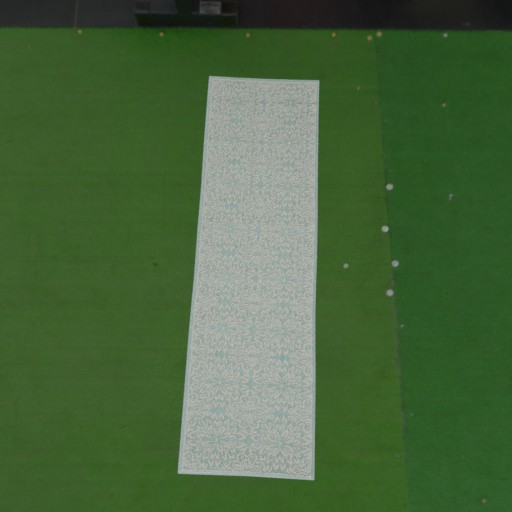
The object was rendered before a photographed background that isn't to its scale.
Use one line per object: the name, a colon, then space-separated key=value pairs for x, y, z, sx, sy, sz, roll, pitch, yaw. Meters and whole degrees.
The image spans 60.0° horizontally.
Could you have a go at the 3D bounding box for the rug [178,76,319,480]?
rug: x=0.000 y=0.000 z=2.397 sx=0.662 sy=0.011 sz=2.196 roll=2 pitch=76 yaw=1
